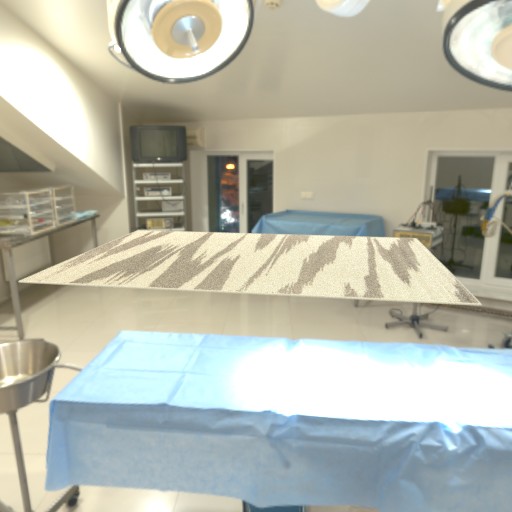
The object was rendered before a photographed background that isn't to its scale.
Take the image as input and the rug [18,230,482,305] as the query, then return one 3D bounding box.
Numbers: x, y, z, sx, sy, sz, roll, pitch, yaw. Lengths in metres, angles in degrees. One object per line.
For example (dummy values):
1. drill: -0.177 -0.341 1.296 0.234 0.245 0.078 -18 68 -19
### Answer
1. rug: 0.000 0.000 2.301 1.827 0.008 1.225 2 14 9
